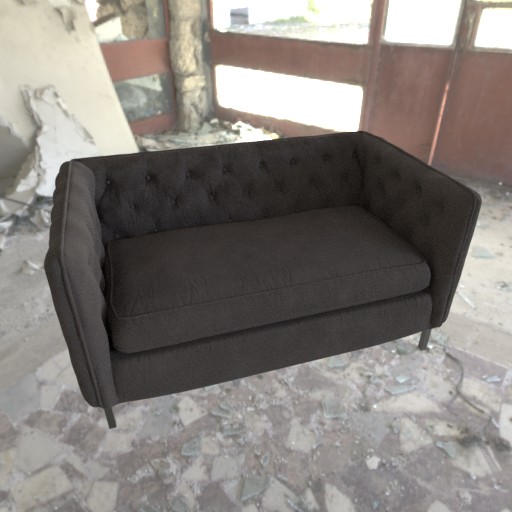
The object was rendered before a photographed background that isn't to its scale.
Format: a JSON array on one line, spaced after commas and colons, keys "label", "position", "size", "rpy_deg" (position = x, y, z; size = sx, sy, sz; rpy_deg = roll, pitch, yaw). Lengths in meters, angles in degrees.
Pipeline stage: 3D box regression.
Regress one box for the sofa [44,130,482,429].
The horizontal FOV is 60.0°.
[{"label": "sofa", "position": [0.000, 0.000, 2.006], "size": [1.583, 0.810, 0.909], "rpy_deg": [-10, 34, -15]}]
